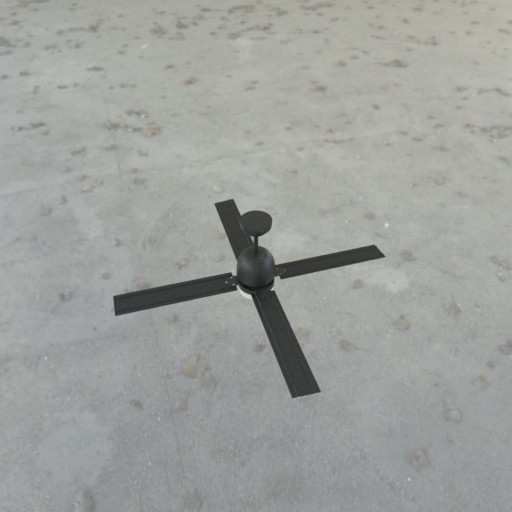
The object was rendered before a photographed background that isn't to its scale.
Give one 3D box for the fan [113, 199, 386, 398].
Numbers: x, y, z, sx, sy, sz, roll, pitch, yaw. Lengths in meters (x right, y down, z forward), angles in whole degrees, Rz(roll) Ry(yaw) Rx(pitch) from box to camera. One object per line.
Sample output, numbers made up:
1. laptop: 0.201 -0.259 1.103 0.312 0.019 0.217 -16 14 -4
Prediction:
1. fan: 0.000 0.000 2.027 1.319 0.410 1.319 -12 43 -13
